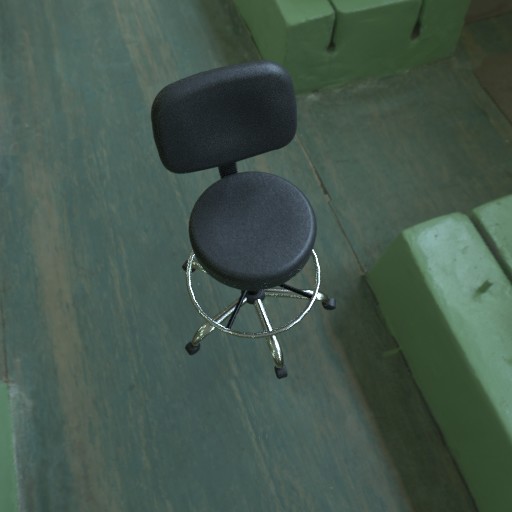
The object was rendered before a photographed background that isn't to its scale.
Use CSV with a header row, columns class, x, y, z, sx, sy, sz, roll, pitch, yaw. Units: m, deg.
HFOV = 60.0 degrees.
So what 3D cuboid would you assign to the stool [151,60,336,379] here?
class,x,y,z,sx,sy,sz,roll,pitch,yaw
stool,0.000,0.000,1.514,0.694,1.069,0.658,-18,65,-9
